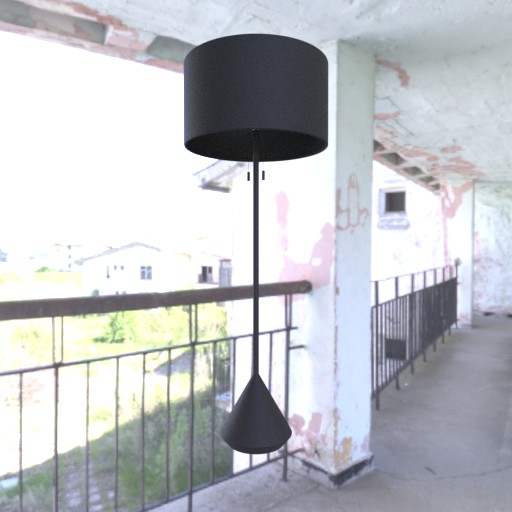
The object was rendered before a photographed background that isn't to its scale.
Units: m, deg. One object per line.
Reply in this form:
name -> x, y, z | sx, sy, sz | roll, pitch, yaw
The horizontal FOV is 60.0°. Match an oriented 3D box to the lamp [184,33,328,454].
lamp -> 0.000, 0.000, 1.808 | 0.580, 1.526, 0.580 | -1, 1, -36
